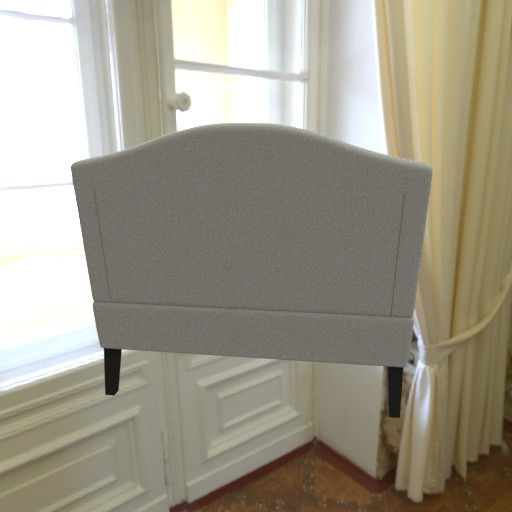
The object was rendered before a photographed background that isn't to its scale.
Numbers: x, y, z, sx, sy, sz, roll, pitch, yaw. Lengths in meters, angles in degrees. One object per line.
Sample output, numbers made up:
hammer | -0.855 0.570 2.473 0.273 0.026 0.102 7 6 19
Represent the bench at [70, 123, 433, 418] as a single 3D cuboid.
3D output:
bench | 0.000 0.000 2.077 1.335 1.180 0.815 2 16 7
